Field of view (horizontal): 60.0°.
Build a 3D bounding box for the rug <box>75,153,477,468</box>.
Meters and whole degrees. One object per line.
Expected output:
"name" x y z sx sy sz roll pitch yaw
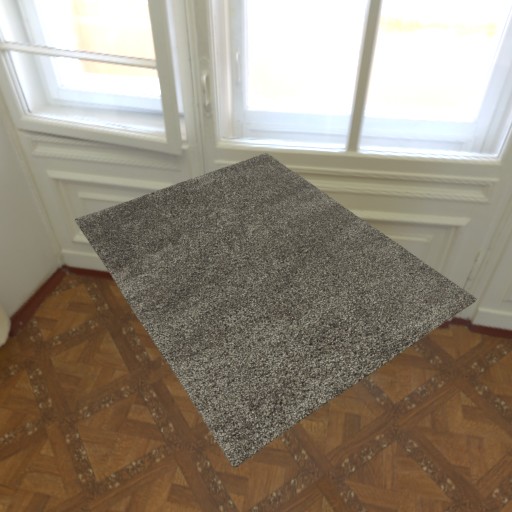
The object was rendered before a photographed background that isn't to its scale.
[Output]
"rug" 0.000 0.000 4.090 2.401 0.025 3.000 -25 47 -25
